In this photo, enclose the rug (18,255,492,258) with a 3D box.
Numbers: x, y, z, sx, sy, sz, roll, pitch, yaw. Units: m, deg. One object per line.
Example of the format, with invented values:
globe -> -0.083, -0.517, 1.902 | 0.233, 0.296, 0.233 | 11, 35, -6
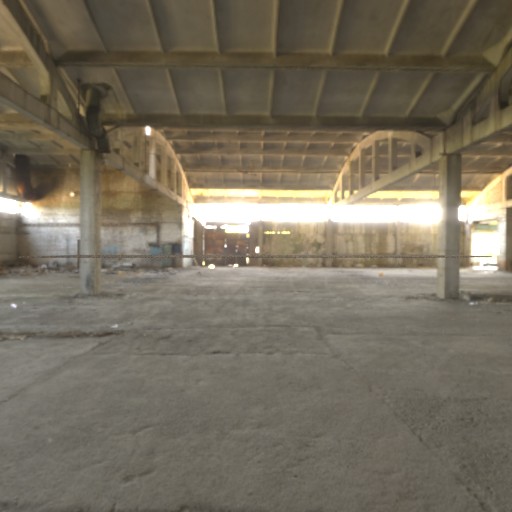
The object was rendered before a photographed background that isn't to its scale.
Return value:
rug -> 0.000, 0.000, 2.633 | 2.443, 0.009, 0.706 | 0, 1, 0
